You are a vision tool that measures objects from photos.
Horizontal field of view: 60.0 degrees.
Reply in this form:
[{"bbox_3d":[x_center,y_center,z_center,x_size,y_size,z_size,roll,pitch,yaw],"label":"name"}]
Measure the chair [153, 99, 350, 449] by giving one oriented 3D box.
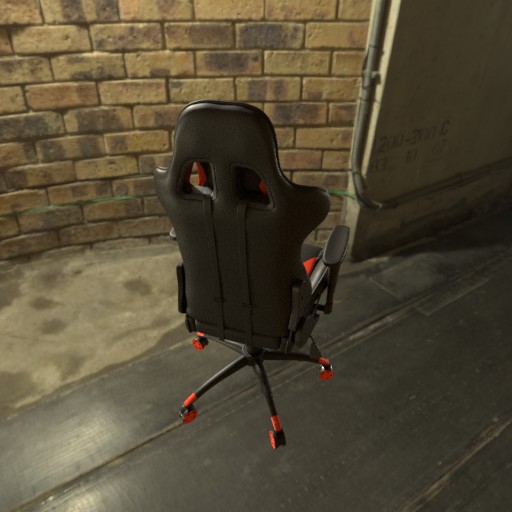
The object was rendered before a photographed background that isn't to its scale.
[{"bbox_3d":[0.000,0.000,1.705,0.695,1.282,0.730,10,34,15],"label":"chair"}]
